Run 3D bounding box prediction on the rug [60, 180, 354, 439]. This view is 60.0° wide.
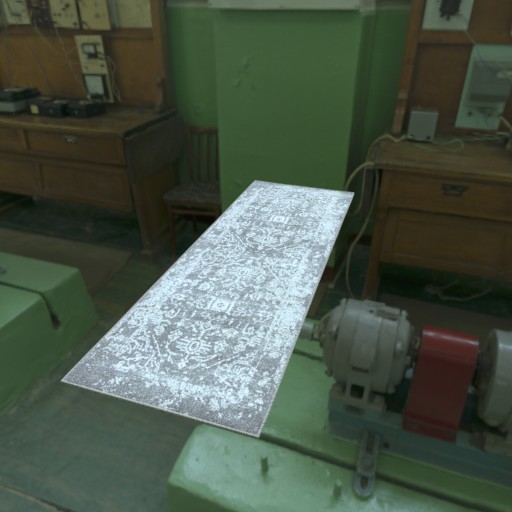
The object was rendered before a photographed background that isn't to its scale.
[{"bbox_3d":[0.000,0.000,2.683,0.855,0.017,2.452,10,31,16],"label":"rug"}]
